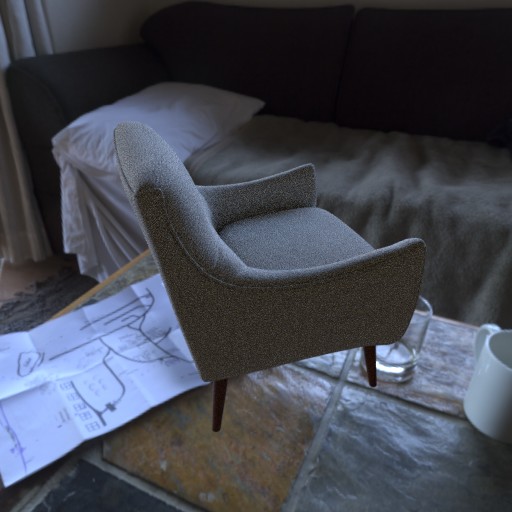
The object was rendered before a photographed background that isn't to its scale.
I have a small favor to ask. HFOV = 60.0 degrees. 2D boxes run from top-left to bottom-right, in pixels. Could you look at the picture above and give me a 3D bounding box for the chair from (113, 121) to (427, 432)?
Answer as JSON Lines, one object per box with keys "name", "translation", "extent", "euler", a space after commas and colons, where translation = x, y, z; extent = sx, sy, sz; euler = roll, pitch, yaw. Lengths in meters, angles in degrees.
{"name": "chair", "translation": [0.000, 0.000, 1.478], "extent": [0.787, 0.838, 0.762], "euler": [-10, 31, -17]}
